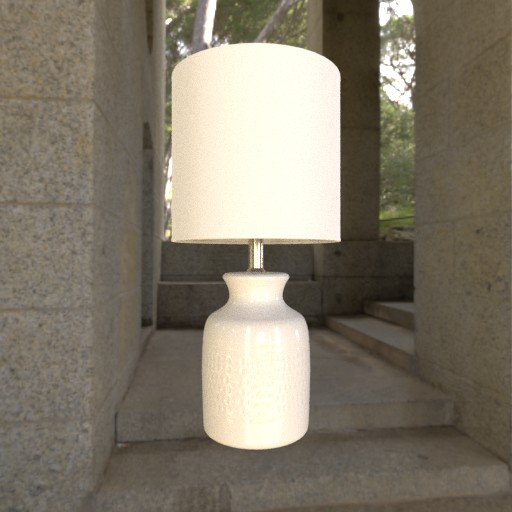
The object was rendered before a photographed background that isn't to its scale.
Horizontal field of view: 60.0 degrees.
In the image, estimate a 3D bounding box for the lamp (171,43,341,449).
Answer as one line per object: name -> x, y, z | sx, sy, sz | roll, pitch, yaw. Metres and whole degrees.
lamp -> 0.000, 0.000, 0.501 | 0.188, 0.392, 0.188 | 0, 0, -37
